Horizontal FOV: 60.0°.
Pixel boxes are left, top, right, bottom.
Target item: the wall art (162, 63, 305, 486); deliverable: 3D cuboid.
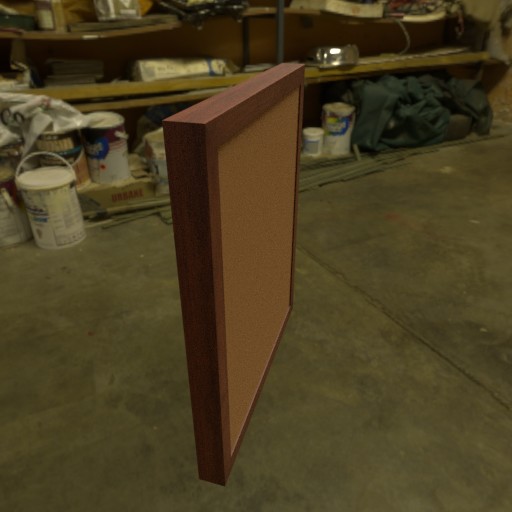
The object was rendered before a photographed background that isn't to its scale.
[{"bbox_3d":[0.000,0.000,0.519,0.030,0.381,0.330,8,31,14],"label":"wall art"}]
